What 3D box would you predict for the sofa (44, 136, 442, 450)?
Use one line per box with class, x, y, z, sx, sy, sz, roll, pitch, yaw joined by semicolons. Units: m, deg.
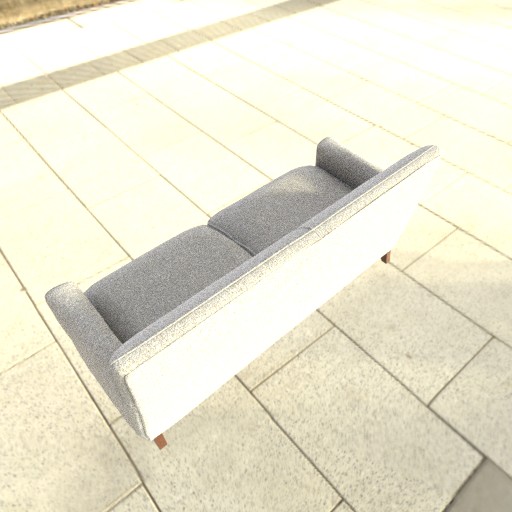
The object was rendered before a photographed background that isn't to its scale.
sofa;0.000;0.000;2.461;2.026;0.942;0.854;-34;55;-27
